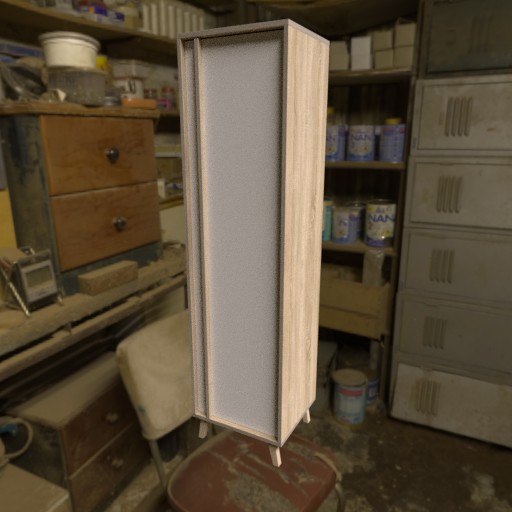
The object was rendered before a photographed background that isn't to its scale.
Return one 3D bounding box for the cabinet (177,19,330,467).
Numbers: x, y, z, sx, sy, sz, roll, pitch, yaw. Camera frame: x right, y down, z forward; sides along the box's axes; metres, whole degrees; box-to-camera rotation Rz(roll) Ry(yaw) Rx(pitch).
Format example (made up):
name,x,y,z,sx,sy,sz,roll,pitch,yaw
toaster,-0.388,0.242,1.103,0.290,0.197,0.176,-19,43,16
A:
name,x,y,z,sx,sy,sz,roll,pitch,yaw
cabinet,0.000,0.000,2.176,0.510,1.960,0.450,8,17,27
